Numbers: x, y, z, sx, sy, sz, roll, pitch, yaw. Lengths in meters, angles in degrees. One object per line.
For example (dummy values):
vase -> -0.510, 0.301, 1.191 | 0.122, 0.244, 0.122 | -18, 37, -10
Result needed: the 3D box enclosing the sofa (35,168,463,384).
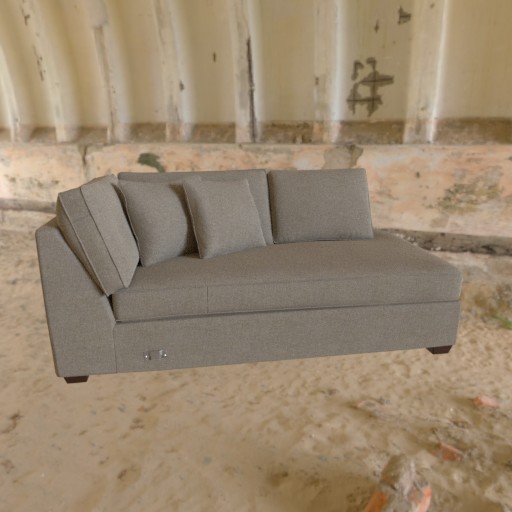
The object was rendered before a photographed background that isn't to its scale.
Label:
sofa -> 0.000, 0.000, 2.764 | 2.238, 1.019, 1.110 | -3, 16, -9
